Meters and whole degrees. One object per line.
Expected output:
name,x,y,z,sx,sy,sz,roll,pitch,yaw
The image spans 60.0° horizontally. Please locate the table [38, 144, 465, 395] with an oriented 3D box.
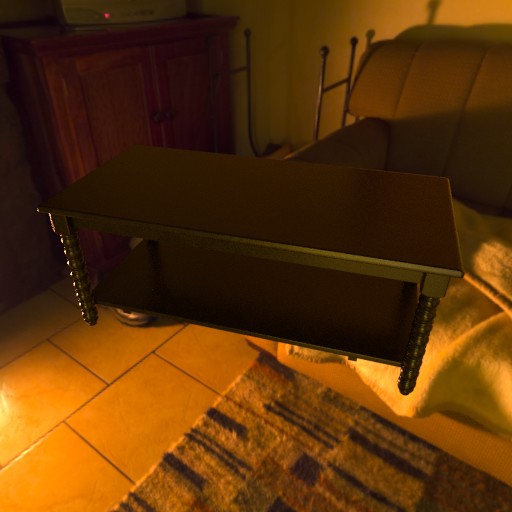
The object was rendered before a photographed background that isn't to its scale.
table,0.000,0.000,1.514,1.171,0.487,0.580,9,34,14
